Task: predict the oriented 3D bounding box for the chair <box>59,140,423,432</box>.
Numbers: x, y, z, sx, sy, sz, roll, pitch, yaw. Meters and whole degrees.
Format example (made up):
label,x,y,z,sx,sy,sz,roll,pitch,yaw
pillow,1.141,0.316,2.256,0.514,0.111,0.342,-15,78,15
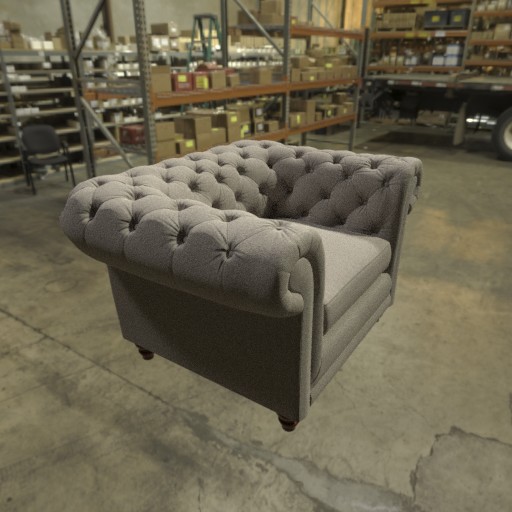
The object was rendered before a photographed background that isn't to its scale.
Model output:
label,x,y,z,sx,sy,sz,roll,pitch,yaw
chair,0.000,0.000,1.874,0.976,0.770,1.270,16,29,31
